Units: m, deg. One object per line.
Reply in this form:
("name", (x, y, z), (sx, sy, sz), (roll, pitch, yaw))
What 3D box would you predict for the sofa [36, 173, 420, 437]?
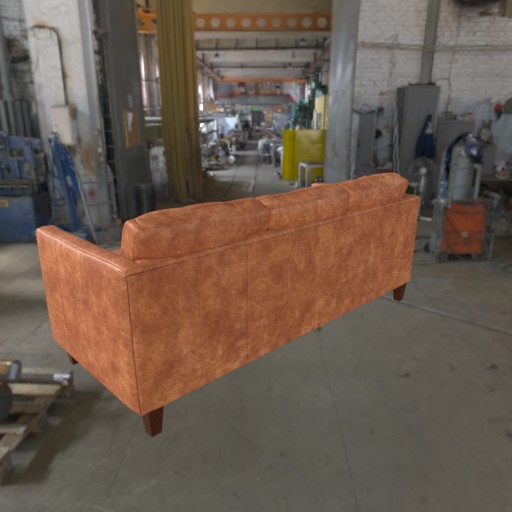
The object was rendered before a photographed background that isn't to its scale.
("sofa", (0.000, 0.000, 2.963), (2.464, 1.006, 1.045), (-16, 24, -42))
